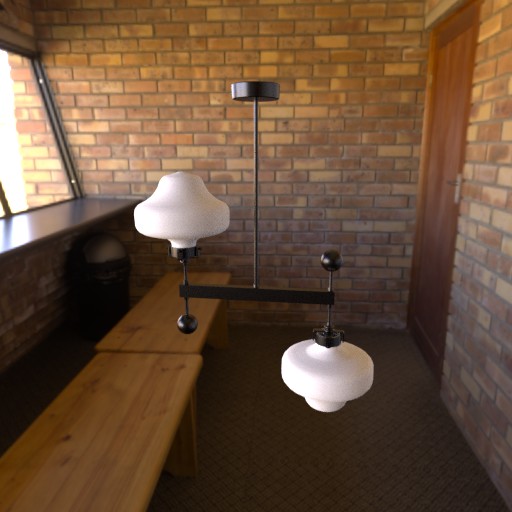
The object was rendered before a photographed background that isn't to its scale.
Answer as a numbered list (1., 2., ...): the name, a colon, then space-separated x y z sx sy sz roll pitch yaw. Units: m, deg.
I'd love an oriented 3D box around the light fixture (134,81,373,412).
1. light fixture: 0.000 0.000 1.020 0.489 0.743 0.422 -7 15 -27
